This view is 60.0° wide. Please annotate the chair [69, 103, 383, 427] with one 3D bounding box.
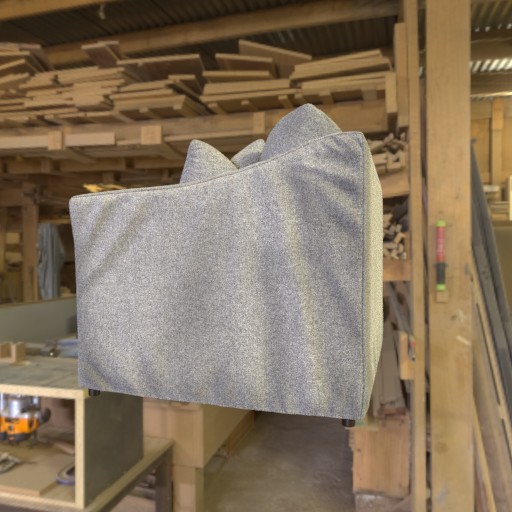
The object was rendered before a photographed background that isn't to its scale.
[{"bbox_3d":[0.000,0.000,2.001,1.071,1.059,1.194,0,0,18],"label":"chair"}]
